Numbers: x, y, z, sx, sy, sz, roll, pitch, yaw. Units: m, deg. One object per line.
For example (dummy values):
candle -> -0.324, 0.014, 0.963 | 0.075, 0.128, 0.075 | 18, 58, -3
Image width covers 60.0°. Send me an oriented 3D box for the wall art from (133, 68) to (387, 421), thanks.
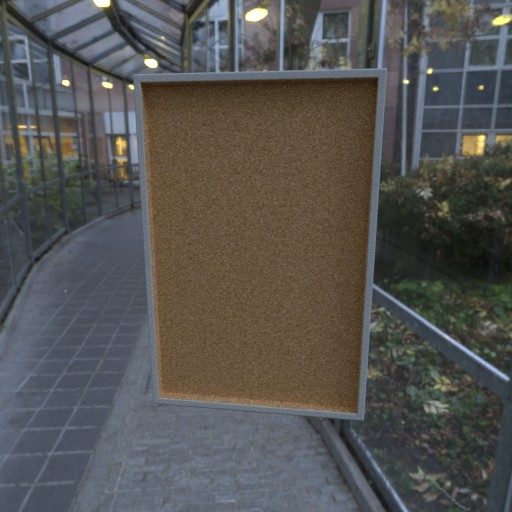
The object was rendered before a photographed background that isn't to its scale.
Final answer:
wall art -> 0.000, 0.000, 1.183 | 0.610, 0.914, 0.038 | 2, 14, 8
